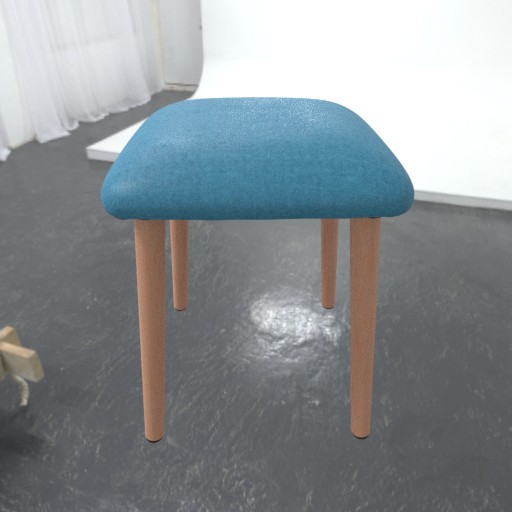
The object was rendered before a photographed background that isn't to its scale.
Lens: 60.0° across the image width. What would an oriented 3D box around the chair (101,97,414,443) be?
[{"bbox_3d":[0.000,0.000,0.701,0.360,0.450,0.360,-1,32,-1],"label":"chair"}]
